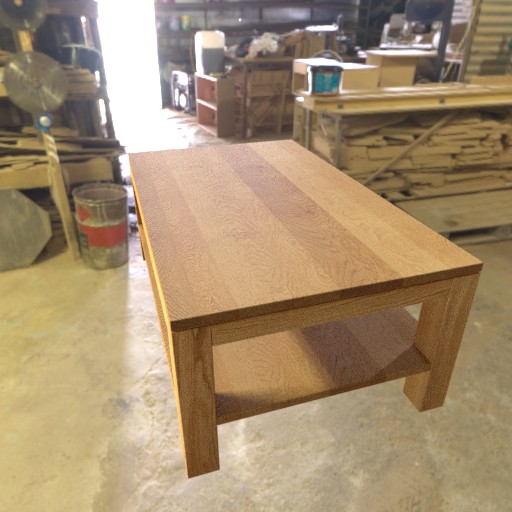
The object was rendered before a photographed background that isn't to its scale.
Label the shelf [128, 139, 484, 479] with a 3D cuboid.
[{"bbox_3d":[0.000,0.000,1.484,0.700,0.450,1.150,-9,30,-16],"label":"shelf"}]
